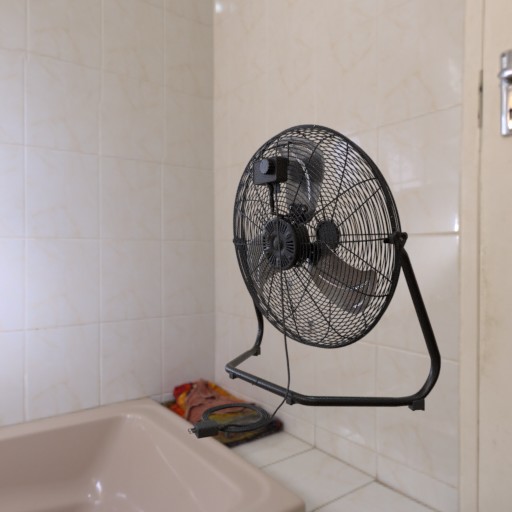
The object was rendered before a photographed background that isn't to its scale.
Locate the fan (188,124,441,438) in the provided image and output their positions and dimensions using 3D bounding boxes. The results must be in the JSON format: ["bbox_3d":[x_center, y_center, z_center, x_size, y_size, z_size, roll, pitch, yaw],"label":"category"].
[{"bbox_3d":[0.000,0.000,0.892,0.424,0.546,0.555,0,1,-35],"label":"fan"}]
